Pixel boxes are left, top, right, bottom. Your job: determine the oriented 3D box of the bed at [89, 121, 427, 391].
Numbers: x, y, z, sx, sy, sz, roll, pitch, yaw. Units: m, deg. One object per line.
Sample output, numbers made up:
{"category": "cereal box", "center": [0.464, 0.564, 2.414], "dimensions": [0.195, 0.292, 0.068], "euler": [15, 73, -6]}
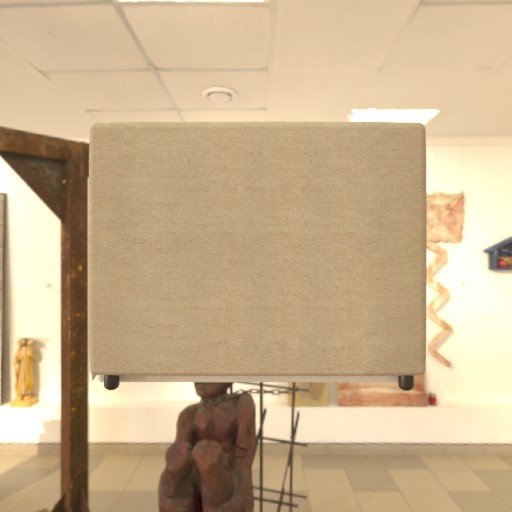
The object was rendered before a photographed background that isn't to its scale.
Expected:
{"category": "bed", "center": [0.000, 0.000, 3.215], "dimensions": [1.713, 1.330, 2.162], "euler": [0, 0, 0]}
